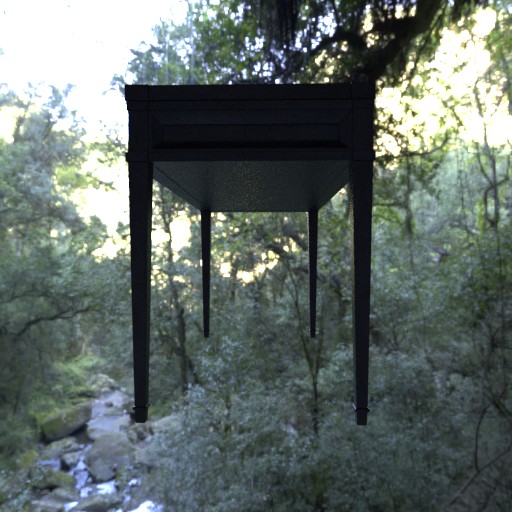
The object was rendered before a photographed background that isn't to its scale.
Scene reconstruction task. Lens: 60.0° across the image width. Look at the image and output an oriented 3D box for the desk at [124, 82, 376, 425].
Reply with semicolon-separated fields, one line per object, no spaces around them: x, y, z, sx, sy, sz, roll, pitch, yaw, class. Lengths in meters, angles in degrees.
0.000;0.000;1.751;0.630;0.861;1.289;0;0;2;desk
